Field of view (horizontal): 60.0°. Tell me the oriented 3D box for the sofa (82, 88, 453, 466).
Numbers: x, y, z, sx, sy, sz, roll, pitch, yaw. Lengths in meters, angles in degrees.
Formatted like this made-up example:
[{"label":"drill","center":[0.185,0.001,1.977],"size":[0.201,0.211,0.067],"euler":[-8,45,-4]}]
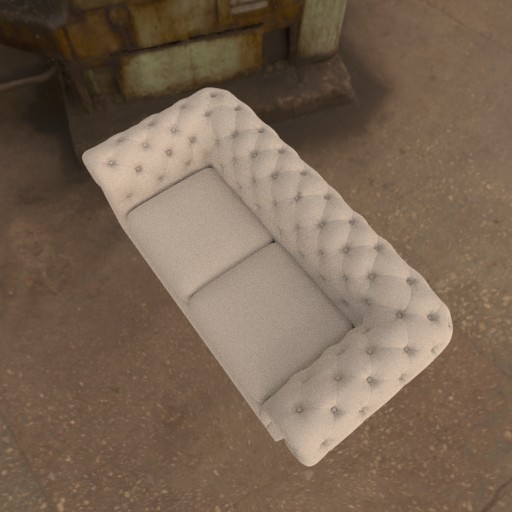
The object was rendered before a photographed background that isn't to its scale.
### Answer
[{"label":"sofa","center":[0.000,0.000,2.488],"size":[0.986,0.764,1.998],"euler":[-34,67,-16]}]
